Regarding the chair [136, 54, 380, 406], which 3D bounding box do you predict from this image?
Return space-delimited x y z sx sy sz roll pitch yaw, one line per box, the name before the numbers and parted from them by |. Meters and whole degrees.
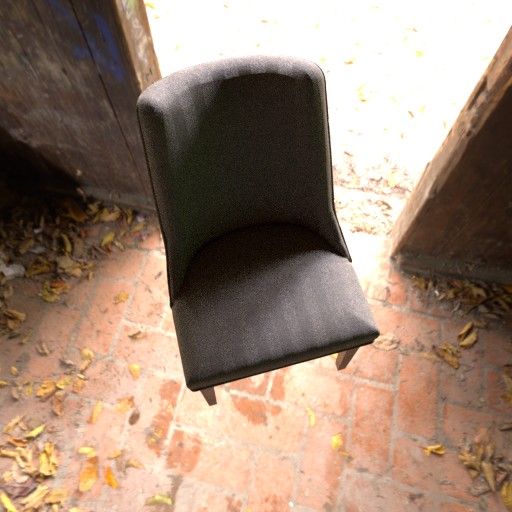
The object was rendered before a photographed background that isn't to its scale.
chair | 0.000 0.000 1.299 0.548 0.916 0.636 -14 65 -6
